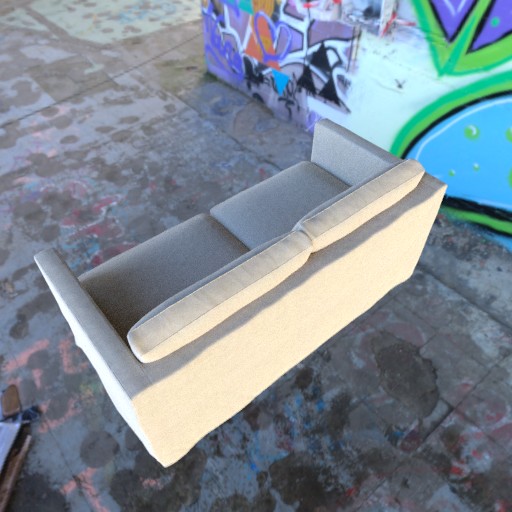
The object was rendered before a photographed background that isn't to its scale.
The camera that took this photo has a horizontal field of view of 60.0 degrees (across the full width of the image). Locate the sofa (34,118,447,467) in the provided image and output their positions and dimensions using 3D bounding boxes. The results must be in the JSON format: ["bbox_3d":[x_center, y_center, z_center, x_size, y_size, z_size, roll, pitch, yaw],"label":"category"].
[{"bbox_3d":[0.000,0.000,2.418,1.959,0.835,0.962,-31,54,-26],"label":"sofa"}]
